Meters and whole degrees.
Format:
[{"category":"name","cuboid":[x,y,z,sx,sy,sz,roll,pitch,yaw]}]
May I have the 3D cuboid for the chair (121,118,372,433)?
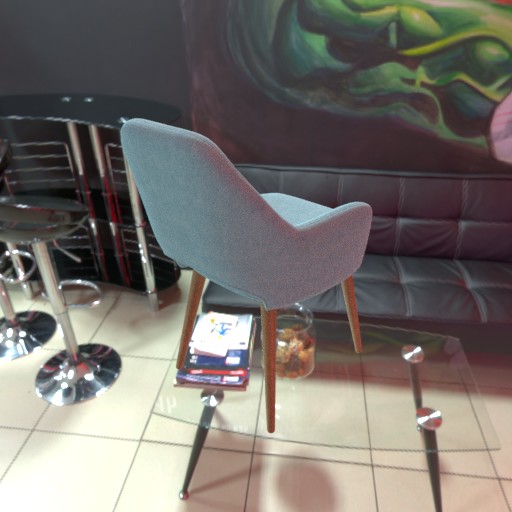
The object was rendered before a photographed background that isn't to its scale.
[{"category":"chair","cuboid":[0.000,0.000,1.239,0.590,0.840,0.610,23,38,33]}]
